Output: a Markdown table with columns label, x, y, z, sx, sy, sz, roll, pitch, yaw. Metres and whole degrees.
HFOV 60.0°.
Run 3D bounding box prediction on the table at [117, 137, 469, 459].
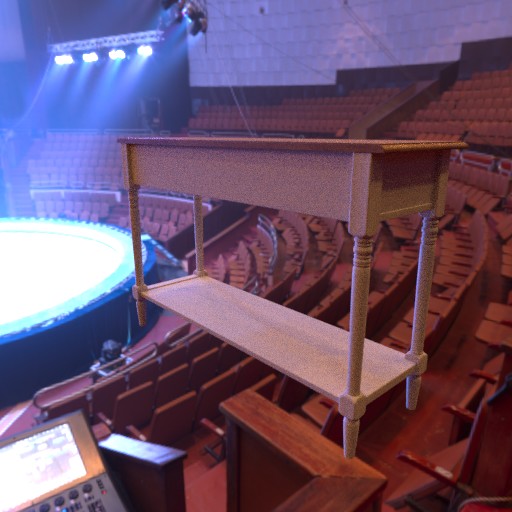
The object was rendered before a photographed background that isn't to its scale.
| label | x | y | z | sx | sy | sz | roll | pitch | yaw |
| --- | --- | --- | --- | --- | --- | --- | --- | --- | --- |
| table | 0.000 | 0.000 | 1.571 | 0.399 | 0.800 | 1.219 | -14 | 21 | -40 |
